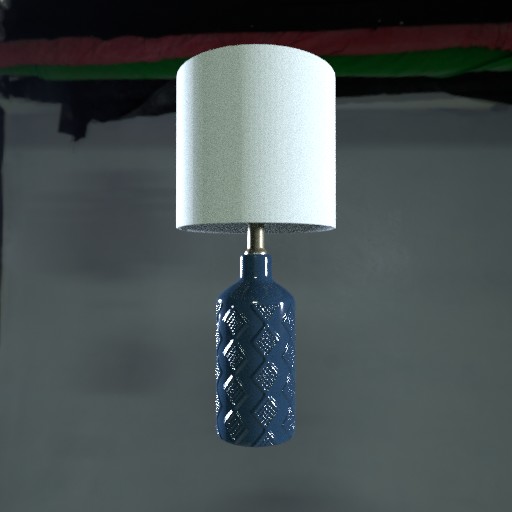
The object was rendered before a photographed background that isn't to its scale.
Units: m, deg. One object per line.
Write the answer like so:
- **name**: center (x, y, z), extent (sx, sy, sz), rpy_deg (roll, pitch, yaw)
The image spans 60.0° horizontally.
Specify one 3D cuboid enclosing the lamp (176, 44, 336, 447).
- **lamp**: center (0.000, 0.000, 0.584), extent (0.207, 0.461, 0.207), rpy_deg (0, -1, 0)
